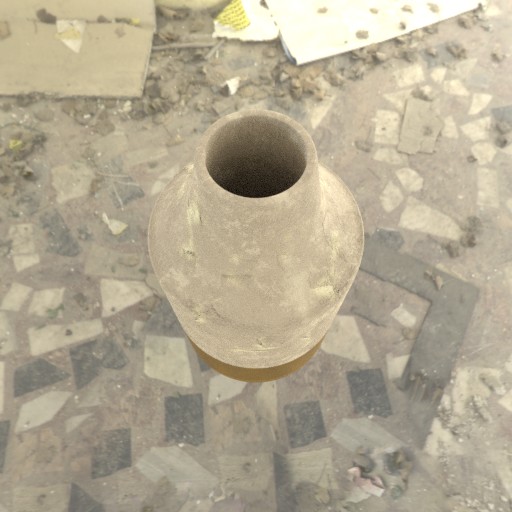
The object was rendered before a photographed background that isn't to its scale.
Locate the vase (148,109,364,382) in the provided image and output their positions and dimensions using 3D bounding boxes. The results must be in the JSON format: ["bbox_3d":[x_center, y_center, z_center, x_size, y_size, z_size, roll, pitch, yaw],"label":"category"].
[{"bbox_3d":[0.000,0.000,0.425,0.184,0.305,0.184,0,64,0],"label":"vase"}]
